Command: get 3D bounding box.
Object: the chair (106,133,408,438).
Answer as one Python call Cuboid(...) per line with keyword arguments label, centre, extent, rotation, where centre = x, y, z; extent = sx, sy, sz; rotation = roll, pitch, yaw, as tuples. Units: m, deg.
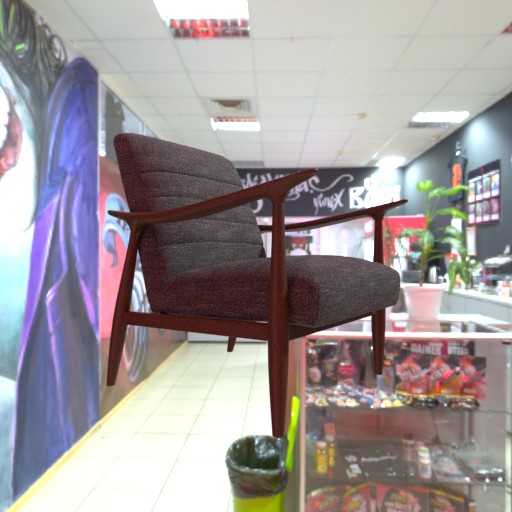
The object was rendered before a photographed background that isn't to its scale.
Cuboid(label="chair", centre=(0.000, 0.000, 1.465), extent=(0.798, 0.832, 0.741), rotation=(0, 0, 35))
